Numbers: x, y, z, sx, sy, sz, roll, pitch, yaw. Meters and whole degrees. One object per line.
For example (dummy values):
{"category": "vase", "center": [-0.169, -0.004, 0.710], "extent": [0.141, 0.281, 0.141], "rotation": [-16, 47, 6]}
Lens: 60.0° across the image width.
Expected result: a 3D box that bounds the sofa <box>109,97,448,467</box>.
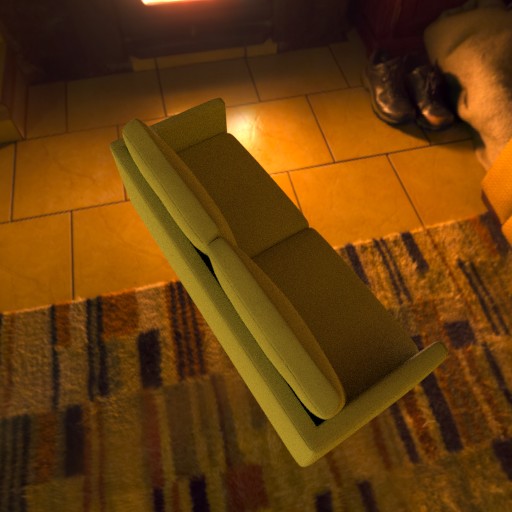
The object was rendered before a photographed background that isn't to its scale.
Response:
{"category": "sofa", "center": [0.000, 0.000, 2.969], "extent": [0.948, 0.965, 2.434], "rotation": [-29, 63, -16]}
